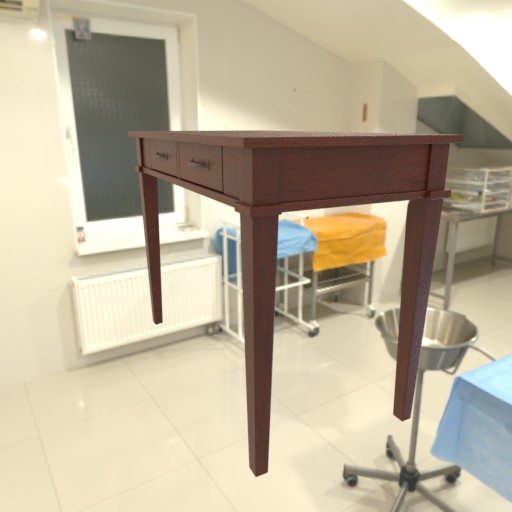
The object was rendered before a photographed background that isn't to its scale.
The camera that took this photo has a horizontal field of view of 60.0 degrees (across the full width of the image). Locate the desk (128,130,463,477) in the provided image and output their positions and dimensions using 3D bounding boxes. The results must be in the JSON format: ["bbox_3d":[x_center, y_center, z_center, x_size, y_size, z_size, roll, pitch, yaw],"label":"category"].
[{"bbox_3d":[0.000,0.000,1.419,0.549,0.762,1.001,-8,18,-25],"label":"desk"}]
